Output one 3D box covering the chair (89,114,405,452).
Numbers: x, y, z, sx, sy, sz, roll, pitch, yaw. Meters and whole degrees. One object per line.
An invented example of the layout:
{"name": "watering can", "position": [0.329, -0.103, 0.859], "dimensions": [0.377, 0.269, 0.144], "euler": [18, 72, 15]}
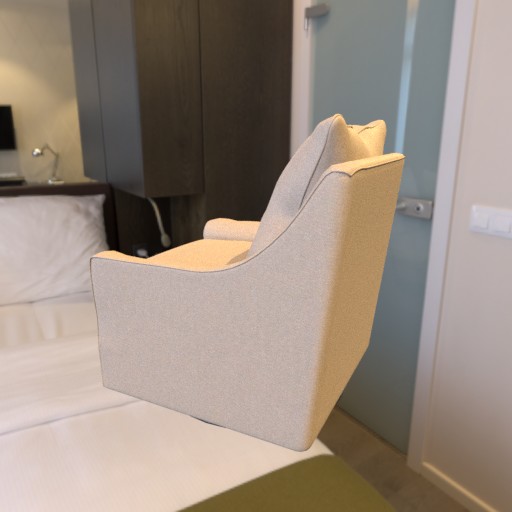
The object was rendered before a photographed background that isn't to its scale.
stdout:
{"name": "chair", "position": [0.000, 0.000, 1.596], "dimensions": [0.876, 0.942, 0.760], "euler": [8, 17, 26]}
